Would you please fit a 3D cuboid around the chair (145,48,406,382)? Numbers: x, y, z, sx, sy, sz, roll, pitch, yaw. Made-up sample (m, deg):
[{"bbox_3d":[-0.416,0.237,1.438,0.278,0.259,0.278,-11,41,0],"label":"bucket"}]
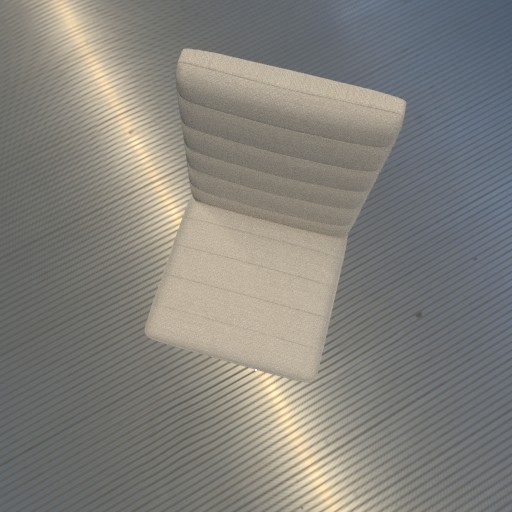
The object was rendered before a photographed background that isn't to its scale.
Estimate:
[{"bbox_3d":[0.000,0.000,1.322,0.520,0.930,0.634,15,76,4],"label":"chair"}]
